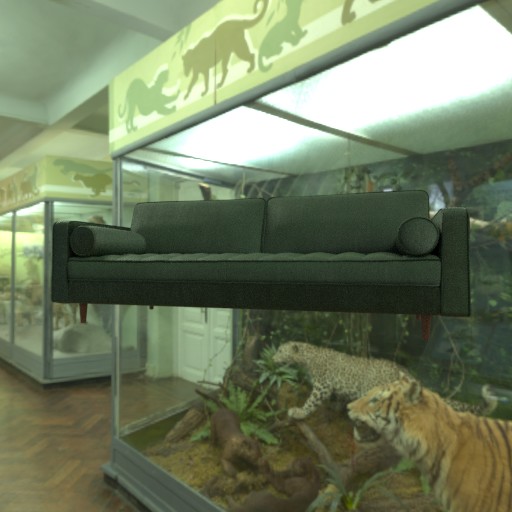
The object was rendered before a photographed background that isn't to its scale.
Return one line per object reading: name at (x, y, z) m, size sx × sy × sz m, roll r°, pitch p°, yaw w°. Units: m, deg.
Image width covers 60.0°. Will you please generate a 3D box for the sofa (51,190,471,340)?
sofa at (0.000, 0.000, 2.619) m, size 2.199 × 0.769 × 0.918 m, roll 0°, pitch -1°, yaw 18°
